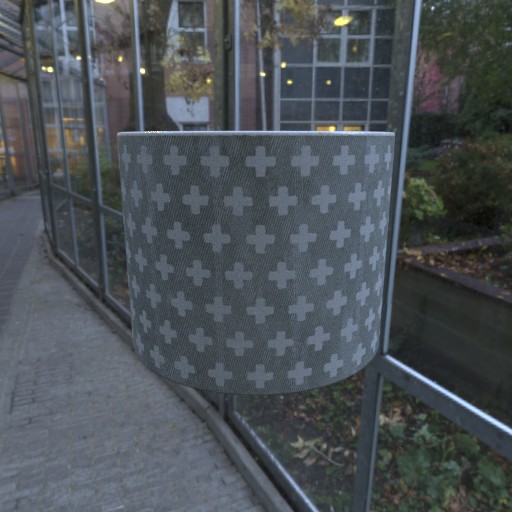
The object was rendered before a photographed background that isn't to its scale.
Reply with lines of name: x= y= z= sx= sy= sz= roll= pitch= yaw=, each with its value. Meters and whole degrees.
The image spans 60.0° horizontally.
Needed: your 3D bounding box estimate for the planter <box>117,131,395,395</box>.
planter: x=0.000 y=0.000 z=0.446 sx=0.250 sy=0.239 sz=0.250 roll=0 pitch=15 yaw=0
